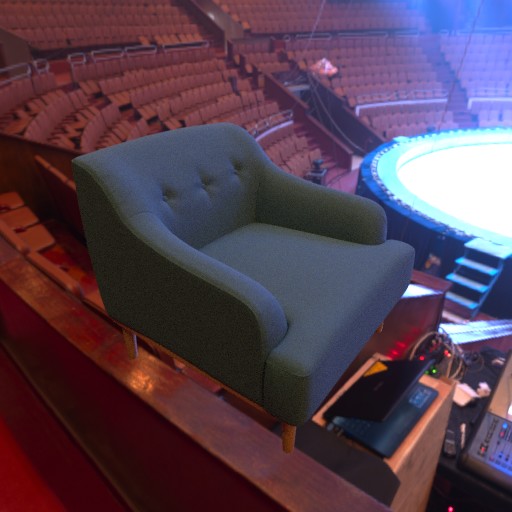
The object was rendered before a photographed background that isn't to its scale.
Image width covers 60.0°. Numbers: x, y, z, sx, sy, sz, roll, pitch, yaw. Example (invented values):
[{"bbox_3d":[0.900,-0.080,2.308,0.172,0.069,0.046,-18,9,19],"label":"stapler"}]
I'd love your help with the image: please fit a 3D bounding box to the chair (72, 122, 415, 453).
[{"bbox_3d":[0.000,0.000,1.671,0.951,0.818,0.946,18,32,31],"label":"chair"}]
